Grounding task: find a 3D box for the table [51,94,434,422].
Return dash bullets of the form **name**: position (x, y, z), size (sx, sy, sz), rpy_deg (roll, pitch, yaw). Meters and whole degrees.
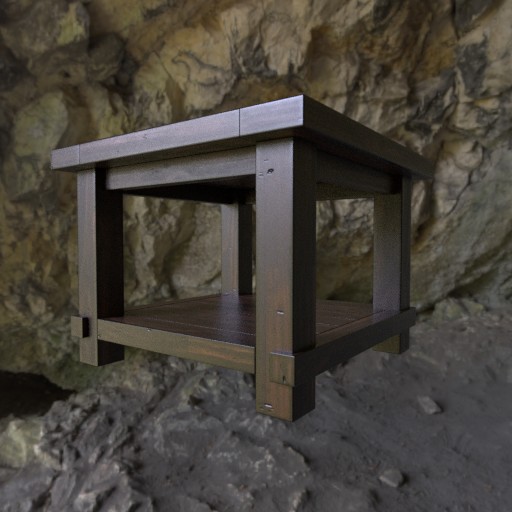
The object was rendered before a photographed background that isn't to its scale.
- **table**: position (0.000, 0.000, 0.977), size (0.593, 0.437, 0.606), rpy_deg (2, 3, 36)
